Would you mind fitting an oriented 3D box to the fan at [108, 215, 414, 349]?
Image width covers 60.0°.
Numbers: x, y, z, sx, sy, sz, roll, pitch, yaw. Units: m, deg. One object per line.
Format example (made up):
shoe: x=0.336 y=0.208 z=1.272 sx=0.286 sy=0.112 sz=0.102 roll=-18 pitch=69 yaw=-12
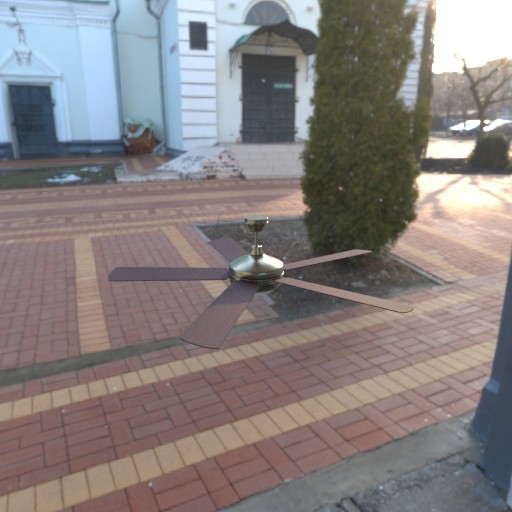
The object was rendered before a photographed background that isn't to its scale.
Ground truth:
fan: x=0.000 y=0.000 z=2.003 sx=1.321 sy=0.356 sz=1.321 roll=-3 pitch=17 yaw=-9
